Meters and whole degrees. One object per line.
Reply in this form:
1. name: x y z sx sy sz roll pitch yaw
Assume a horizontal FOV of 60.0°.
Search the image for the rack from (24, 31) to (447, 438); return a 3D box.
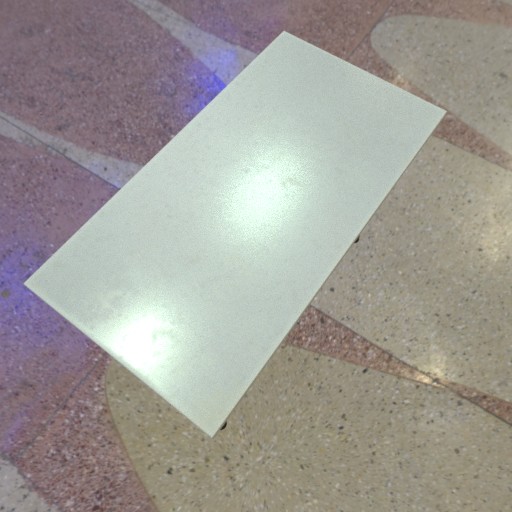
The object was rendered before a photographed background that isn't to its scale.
1. rack: 0.000 0.000 1.641 0.613 0.880 1.159 34 69 15
